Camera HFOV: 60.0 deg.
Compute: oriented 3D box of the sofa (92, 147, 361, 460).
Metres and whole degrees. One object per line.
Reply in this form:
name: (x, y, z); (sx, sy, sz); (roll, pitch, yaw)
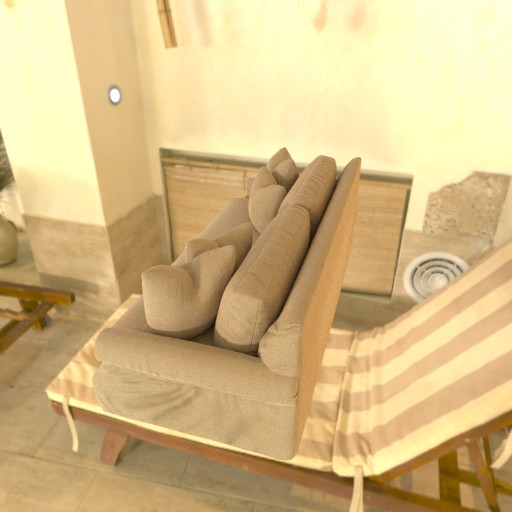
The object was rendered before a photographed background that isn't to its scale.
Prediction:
sofa: (0.000, 0.000, 2.832); (1.067, 0.904, 2.285); (9, 31, 15)
